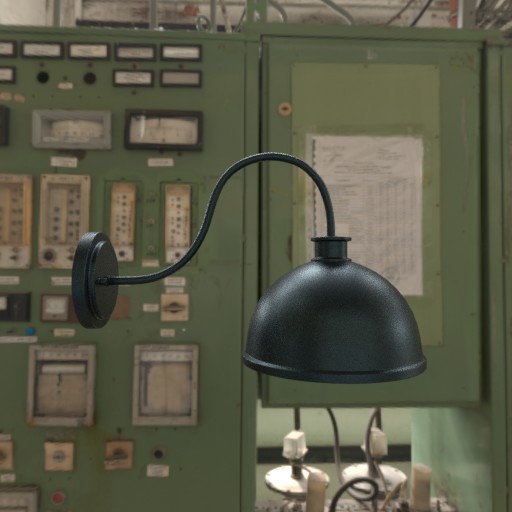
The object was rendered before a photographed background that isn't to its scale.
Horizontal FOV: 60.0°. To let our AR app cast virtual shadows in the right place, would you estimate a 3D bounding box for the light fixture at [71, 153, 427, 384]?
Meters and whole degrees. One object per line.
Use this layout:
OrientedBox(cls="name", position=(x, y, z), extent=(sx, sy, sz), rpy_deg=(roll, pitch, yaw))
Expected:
OrientedBox(cls="light fixture", position=(0.000, 0.000, 0.629), extent=(0.467, 0.295, 0.253), rpy_deg=(0, -1, -1))
